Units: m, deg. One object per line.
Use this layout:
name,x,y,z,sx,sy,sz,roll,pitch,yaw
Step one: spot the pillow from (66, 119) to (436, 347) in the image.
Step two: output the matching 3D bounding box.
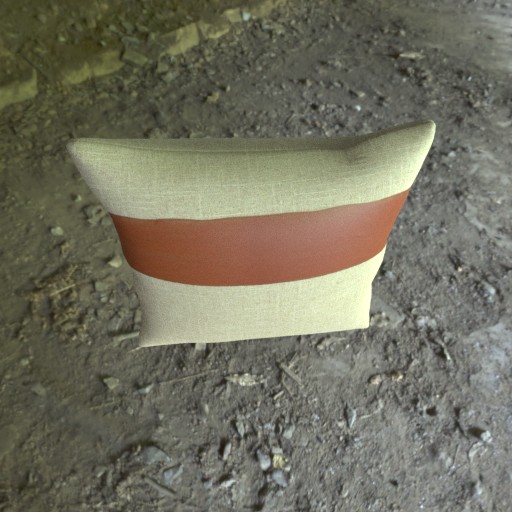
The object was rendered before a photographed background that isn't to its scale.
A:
pillow,0.000,0.000,0.634,0.414,0.399,0.173,-4,46,-4
